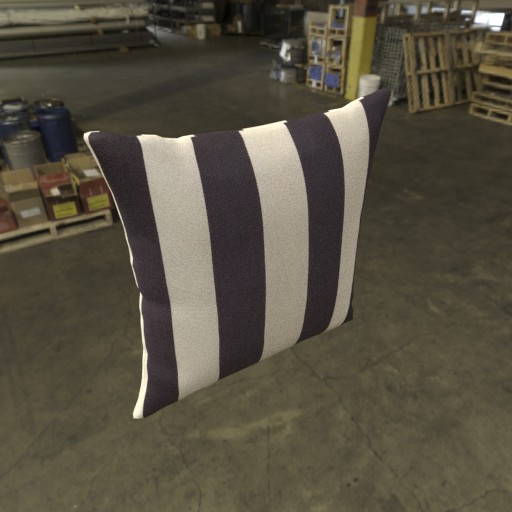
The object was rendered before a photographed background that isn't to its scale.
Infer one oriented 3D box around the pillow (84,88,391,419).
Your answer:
[{"bbox_3d":[0.000,0.000,0.797,0.536,0.526,0.189,-19,37,-27],"label":"pillow"}]
